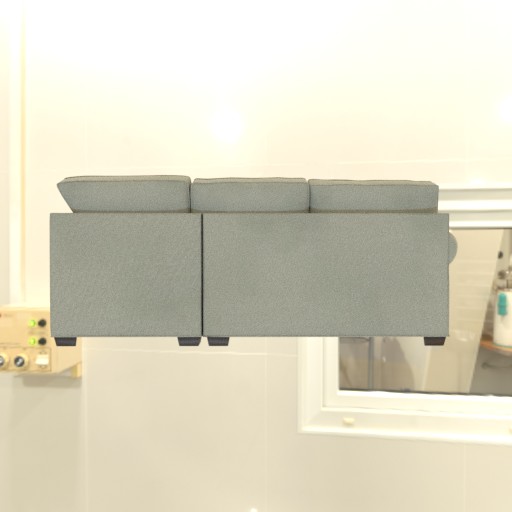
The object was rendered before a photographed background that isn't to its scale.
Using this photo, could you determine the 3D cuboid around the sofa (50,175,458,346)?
[{"bbox_3d":[0.000,0.000,3.922,2.487,1.053,2.562,0,1,0],"label":"sofa"}]
